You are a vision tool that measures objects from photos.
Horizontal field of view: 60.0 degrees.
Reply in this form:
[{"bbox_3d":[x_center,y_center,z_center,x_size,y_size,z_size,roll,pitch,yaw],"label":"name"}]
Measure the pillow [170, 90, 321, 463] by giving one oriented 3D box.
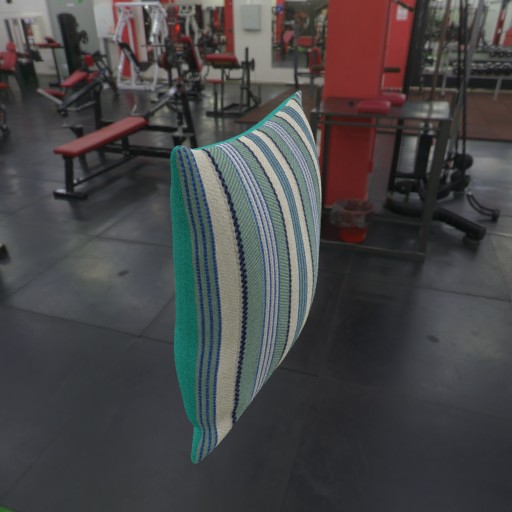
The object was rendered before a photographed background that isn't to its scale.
[{"bbox_3d":[0.000,0.000,0.686,0.182,0.441,0.440,10,30,18],"label":"pillow"}]
